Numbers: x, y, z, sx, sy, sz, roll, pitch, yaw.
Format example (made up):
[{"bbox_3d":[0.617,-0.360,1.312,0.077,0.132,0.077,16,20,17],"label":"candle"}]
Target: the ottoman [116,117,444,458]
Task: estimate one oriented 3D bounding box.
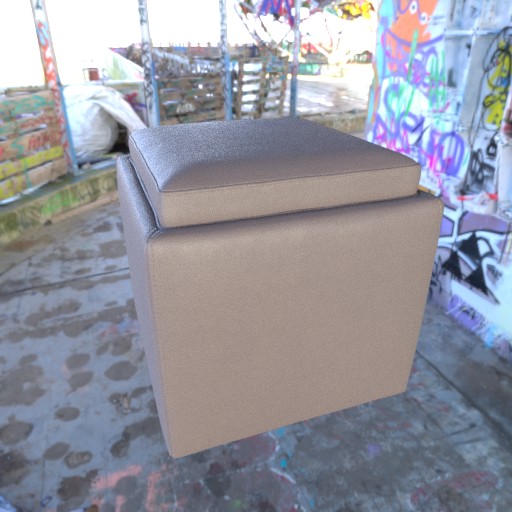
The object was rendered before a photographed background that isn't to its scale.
[{"bbox_3d":[0.000,0.000,0.833,0.451,0.460,0.450,-9,28,-18],"label":"ottoman"}]
